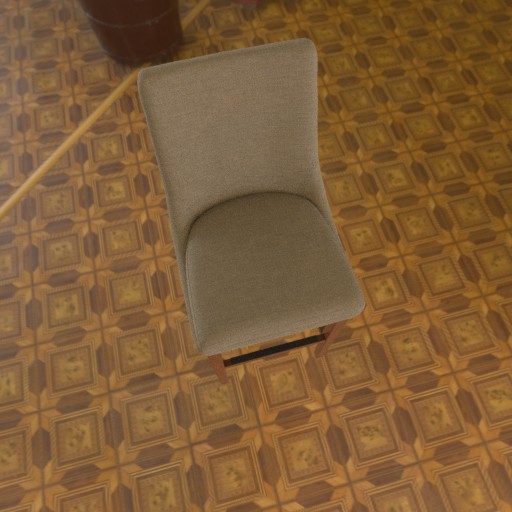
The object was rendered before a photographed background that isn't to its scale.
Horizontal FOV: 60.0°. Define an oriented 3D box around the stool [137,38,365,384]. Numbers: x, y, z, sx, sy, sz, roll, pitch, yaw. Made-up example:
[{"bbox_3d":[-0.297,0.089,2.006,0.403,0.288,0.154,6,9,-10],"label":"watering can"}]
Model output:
[{"bbox_3d":[0.000,0.000,1.375,0.470,1.078,0.577,-14,65,-6],"label":"stool"}]
